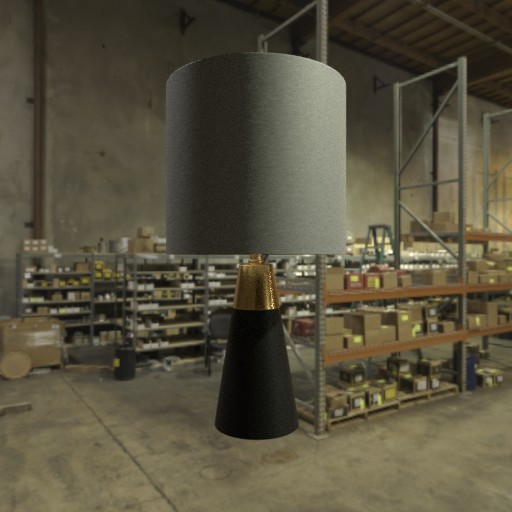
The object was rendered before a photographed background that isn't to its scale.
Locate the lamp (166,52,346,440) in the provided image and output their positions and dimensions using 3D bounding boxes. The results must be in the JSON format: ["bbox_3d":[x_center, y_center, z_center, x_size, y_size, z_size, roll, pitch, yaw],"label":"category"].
[{"bbox_3d":[0.000,0.000,0.773,0.308,0.580,0.308,0,0,-35],"label":"lamp"}]
